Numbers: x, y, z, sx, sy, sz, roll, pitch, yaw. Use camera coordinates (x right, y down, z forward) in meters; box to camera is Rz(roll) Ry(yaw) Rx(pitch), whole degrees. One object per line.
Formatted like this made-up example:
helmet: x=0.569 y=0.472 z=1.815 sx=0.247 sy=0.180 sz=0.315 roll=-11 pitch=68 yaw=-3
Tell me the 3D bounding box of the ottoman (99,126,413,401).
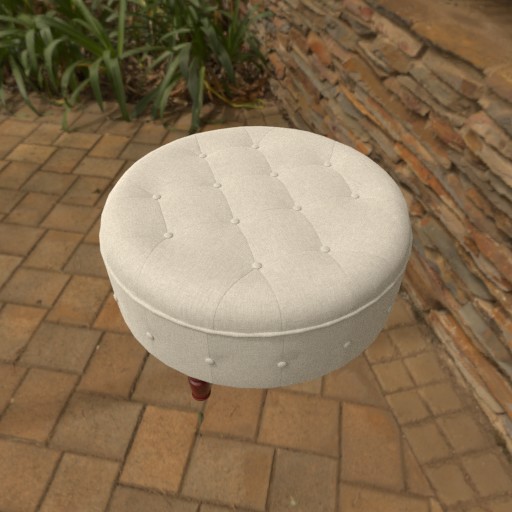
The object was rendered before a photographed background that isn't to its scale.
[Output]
ottoman: x=0.000 y=0.000 z=1.352 sx=0.850 sy=0.483 sz=0.850 roll=0 pitch=43 yaw=0
